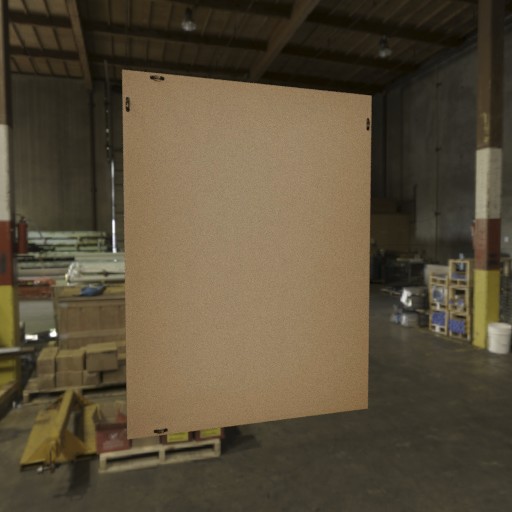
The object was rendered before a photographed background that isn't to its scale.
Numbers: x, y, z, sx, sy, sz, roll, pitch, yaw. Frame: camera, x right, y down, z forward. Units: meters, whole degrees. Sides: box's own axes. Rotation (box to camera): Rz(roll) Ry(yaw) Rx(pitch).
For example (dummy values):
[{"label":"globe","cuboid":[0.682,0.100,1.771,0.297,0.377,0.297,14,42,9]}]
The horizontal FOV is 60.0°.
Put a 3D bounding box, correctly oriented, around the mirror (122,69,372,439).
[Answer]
[{"label":"mirror","cuboid":[0.000,0.000,1.342,0.762,1.016,0.040,-1,3,-17]}]
